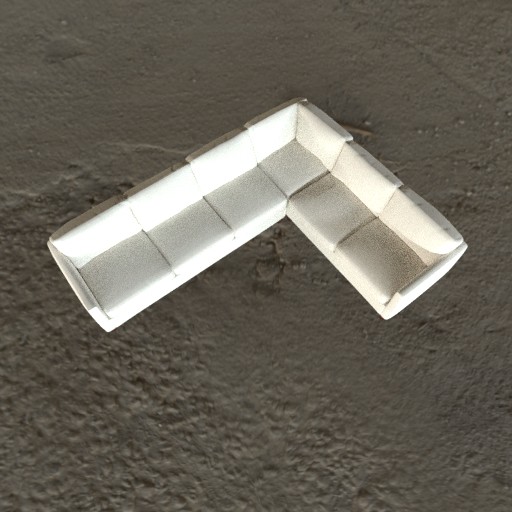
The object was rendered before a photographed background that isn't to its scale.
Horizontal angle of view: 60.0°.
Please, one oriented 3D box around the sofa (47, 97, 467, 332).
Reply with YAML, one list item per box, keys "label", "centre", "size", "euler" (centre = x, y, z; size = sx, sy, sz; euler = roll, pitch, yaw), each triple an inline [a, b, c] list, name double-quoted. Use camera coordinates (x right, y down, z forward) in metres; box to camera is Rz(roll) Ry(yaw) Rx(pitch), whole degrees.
- label: "sofa"
  centre: [0.000, 0.000, 4.531]
  size: [3.302, 0.947, 2.593]
  euler: [-34, 67, -16]
